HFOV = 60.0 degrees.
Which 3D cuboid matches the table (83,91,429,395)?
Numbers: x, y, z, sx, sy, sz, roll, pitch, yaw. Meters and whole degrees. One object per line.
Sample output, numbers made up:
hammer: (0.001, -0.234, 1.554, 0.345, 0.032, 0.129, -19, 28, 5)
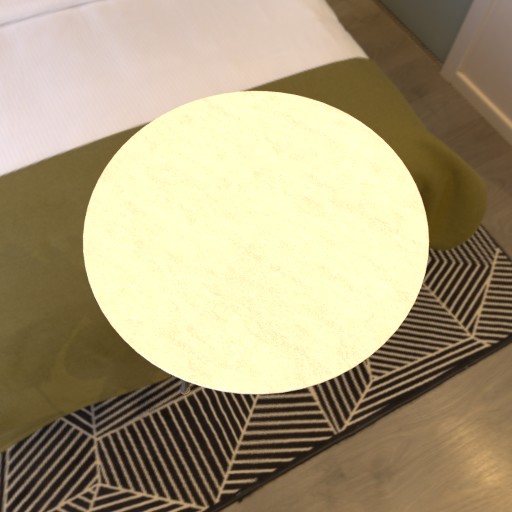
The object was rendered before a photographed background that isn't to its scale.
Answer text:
table: (0.000, 0.000, 1.367, 0.889, 0.470, 0.889, 0, 64, 0)
